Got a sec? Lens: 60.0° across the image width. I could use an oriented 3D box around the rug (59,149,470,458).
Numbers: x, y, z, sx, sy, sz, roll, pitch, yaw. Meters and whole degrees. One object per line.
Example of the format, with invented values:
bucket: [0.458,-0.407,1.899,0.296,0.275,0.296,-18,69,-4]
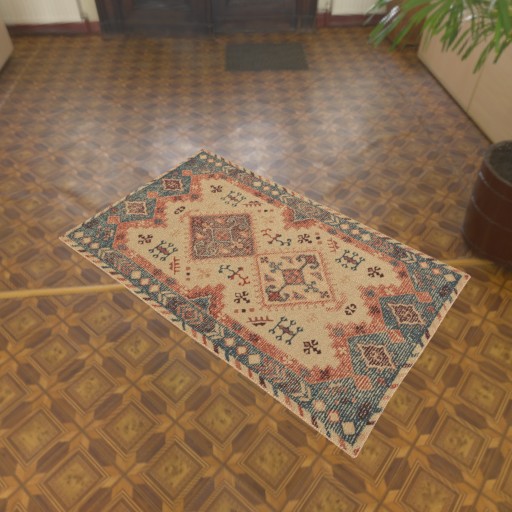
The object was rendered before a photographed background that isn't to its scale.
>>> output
rug: [0.000,0.000,3.085,2.464,0.023,1.521,30,53,26]
